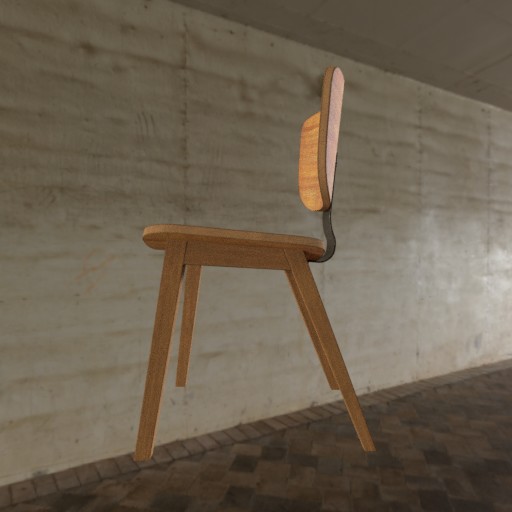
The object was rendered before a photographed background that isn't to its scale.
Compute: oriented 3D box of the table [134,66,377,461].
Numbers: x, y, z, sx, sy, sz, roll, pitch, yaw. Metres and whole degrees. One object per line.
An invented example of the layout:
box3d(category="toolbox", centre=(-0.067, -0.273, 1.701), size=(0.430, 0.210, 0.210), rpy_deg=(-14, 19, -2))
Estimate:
box3d(category="table", centre=(0.000, 0.000, 1.125), size=(0.500, 0.805, 0.499), rpy_deg=(0, 1, 0))
